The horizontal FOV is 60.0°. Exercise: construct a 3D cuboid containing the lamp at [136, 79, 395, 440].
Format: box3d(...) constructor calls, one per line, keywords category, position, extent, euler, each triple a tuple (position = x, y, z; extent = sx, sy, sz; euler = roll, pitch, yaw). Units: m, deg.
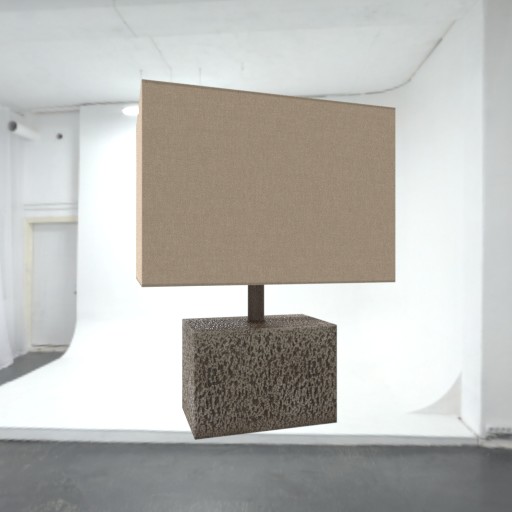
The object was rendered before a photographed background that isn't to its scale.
box3d(category="lamp", position=(0.000, 0.000, 0.572), extent=(0.294, 0.411, 0.180), euler=(0, 0, -17))
